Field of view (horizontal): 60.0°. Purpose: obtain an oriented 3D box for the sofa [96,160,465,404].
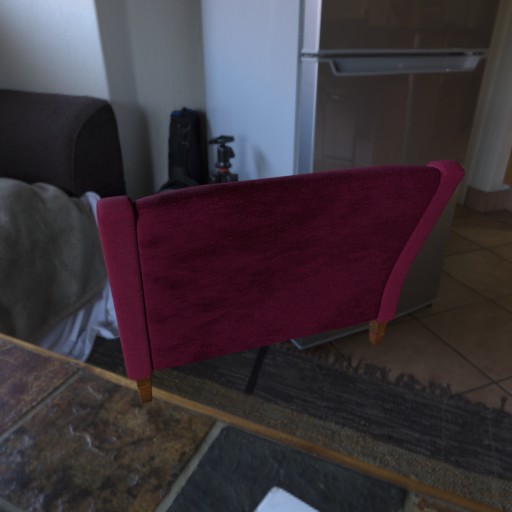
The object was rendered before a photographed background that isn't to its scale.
[{"bbox_3d":[0.000,0.000,1.969,1.242,0.976,0.946,-9,29,-17],"label":"sofa"}]
